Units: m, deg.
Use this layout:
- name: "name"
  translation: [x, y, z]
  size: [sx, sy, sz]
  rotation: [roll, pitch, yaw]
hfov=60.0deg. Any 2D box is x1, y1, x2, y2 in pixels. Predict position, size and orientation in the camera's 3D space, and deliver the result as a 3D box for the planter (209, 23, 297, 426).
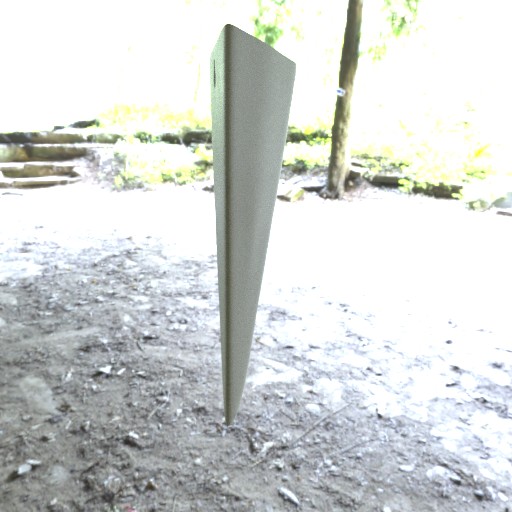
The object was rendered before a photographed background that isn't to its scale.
- name: "planter"
  translation: [0.000, 0.000, 0.386]
  size: [0.065, 0.338, 0.143]
  rotation: [-3, 16, -9]
